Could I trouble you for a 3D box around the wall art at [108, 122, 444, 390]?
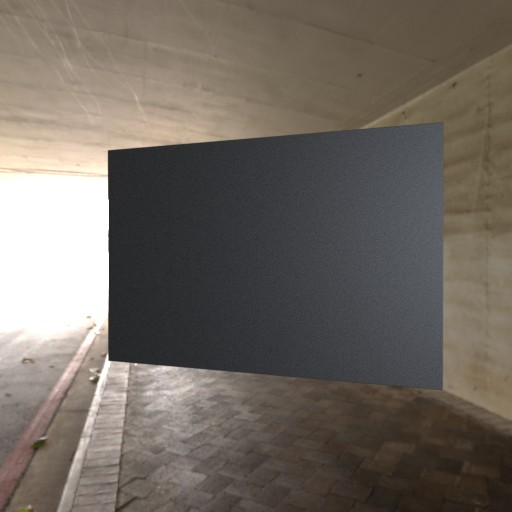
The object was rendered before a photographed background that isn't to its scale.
[{"bbox_3d":[0.000,0.000,1.527,1.192,0.811,0.013,0,0,18],"label":"wall art"}]
